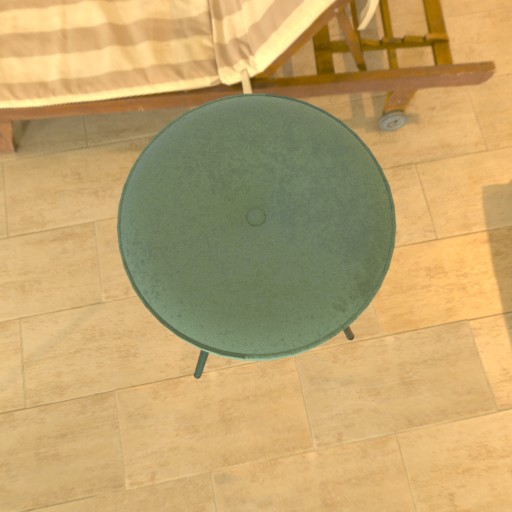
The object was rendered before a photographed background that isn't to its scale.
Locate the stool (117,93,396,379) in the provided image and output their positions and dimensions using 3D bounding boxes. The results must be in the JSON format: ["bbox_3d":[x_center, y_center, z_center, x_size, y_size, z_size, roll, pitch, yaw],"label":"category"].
[{"bbox_3d":[0.000,0.000,0.879,0.458,0.519,0.457,-5,76,-1],"label":"stool"}]
